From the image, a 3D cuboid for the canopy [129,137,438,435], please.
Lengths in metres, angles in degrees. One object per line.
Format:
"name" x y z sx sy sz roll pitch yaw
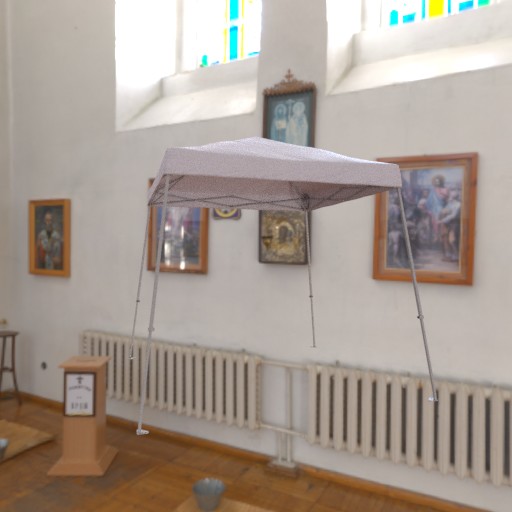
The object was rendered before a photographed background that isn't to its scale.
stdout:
"canopy" 0.000 0.000 5.290 2.849 2.850 2.850 0 0 -17
